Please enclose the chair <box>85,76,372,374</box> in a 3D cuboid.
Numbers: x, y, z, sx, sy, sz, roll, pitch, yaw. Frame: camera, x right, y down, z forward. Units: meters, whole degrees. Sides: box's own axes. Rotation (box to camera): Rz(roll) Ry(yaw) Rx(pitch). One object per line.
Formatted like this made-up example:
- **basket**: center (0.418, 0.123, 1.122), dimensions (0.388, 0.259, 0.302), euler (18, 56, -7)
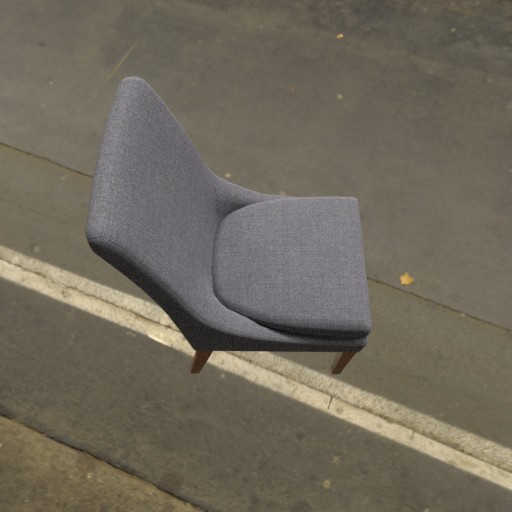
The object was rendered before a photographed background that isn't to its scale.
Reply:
- **chair**: center (0.000, 0.000, 1.327), dimensions (0.655, 0.952, 0.508), euler (1, 63, 0)
